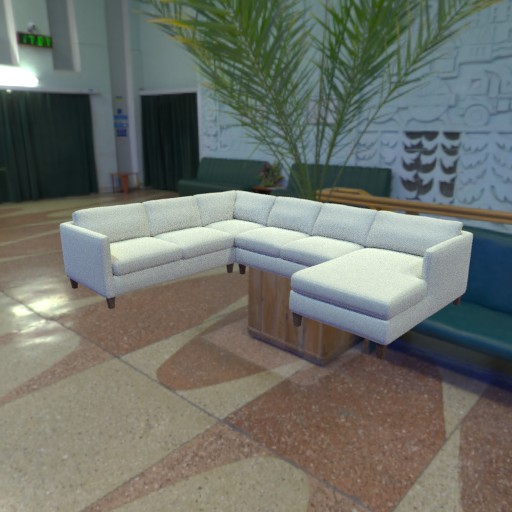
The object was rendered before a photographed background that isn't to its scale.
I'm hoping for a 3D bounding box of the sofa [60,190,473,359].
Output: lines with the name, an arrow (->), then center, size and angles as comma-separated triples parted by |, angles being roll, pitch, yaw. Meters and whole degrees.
sofa -> 0.000, 0.000, 4.388 | 3.238, 0.853, 2.551 | 15, 22, 42
